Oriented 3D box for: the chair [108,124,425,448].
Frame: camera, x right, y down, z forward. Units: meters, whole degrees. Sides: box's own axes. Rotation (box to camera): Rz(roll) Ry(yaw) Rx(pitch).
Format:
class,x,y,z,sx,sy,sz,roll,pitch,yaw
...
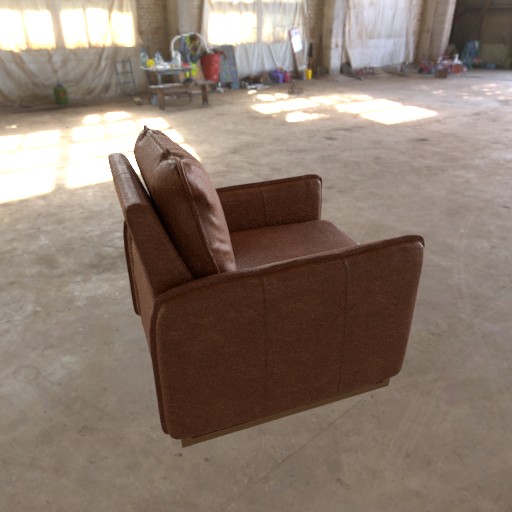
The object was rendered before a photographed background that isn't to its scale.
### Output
class,x,y,z,sx,sy,sz,roll,pitch,yaw
chair,0.000,0.000,1.645,0.922,0.922,0.830,-10,29,-18
